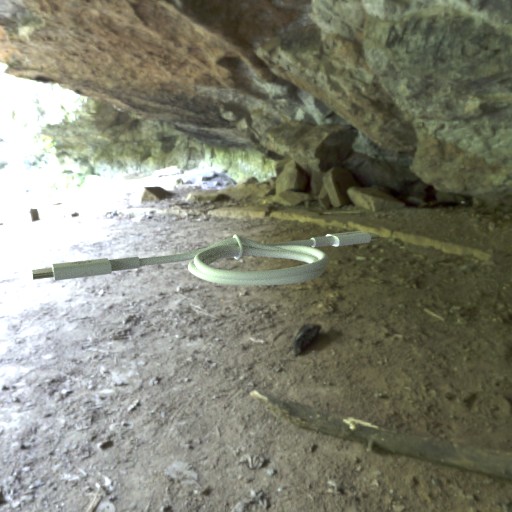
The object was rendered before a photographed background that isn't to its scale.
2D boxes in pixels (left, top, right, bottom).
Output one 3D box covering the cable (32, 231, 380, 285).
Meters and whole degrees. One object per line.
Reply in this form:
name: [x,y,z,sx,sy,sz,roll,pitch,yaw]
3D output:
cable: [0.000,0.000,0.224,0.203,0.014,0.070,-7,16,-26]
